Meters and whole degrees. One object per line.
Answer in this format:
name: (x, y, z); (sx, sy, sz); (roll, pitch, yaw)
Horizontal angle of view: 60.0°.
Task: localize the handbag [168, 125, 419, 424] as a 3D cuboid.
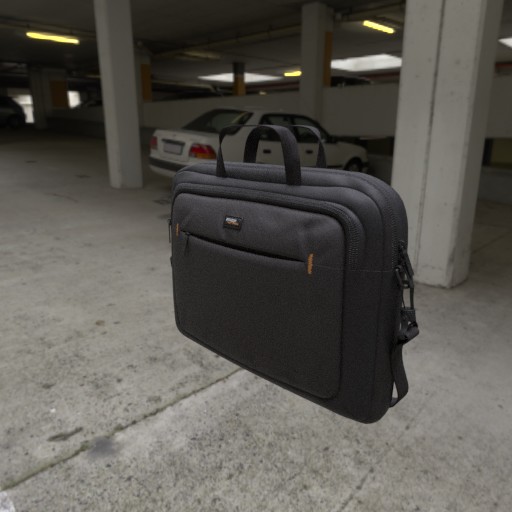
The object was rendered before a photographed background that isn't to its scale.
handbag: (0.000, 0.000, 0.430); (0.320, 0.244, 0.089); (15, 22, 42)
